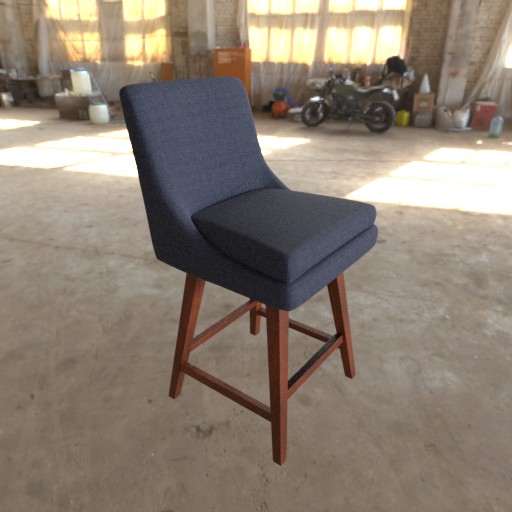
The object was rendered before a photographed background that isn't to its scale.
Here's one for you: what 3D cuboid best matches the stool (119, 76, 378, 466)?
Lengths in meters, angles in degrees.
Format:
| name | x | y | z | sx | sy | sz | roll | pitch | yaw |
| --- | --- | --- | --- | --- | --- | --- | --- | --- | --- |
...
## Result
| name | x | y | z | sx | sy | sz | roll | pitch | yaw |
| --- | --- | --- | --- | --- | --- | --- | --- | --- | --- |
| stool | 0.000 | 0.000 | 1.230 | 0.524 | 0.895 | 0.467 | 18 | 31 | 33 |
